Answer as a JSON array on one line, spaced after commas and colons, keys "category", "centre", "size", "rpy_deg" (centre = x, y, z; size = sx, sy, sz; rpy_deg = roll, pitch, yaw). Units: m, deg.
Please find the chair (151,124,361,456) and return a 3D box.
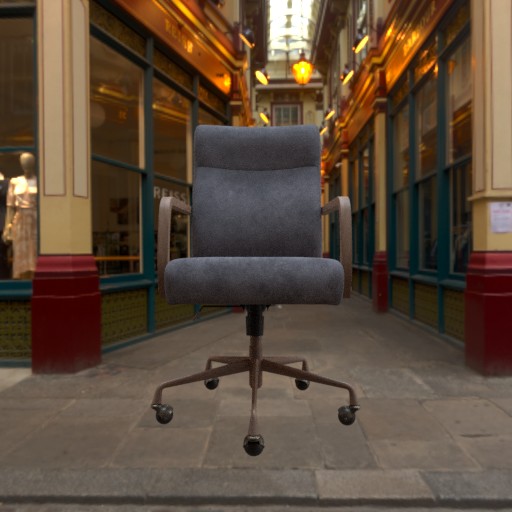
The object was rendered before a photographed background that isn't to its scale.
[{"category": "chair", "centre": [0.000, 0.000, 1.476], "size": [0.640, 1.029, 0.741], "rpy_deg": [0, 1, 1]}]
